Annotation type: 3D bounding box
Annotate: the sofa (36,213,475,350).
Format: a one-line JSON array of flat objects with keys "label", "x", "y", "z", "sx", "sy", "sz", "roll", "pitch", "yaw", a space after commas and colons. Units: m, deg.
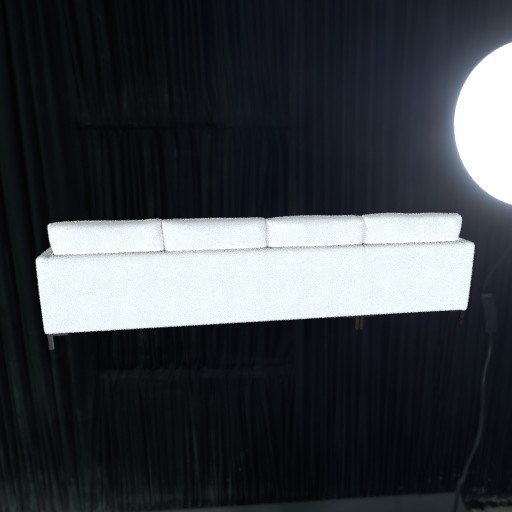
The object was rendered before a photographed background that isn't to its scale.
[{"label": "sofa", "x": 0.000, "y": 0.000, "z": 3.847, "sx": 3.186, "sy": 0.875, "sz": 1.467, "roll": -2, "pitch": 14, "yaw": -8}]
